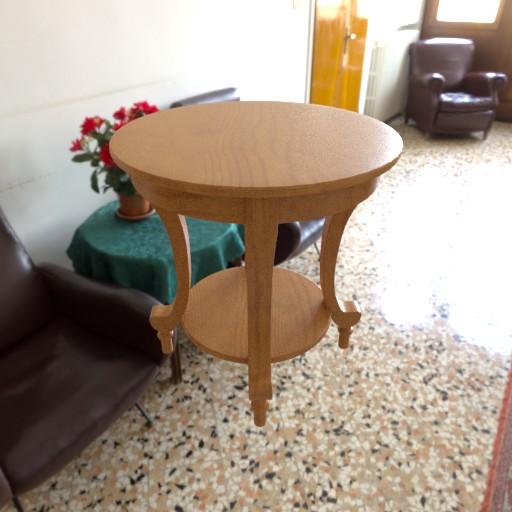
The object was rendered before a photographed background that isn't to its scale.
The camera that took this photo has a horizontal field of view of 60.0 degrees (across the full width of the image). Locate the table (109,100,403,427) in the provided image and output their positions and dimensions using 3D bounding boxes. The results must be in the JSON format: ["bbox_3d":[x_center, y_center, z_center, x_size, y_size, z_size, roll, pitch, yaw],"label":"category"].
[{"bbox_3d":[0.000,0.000,1.094,0.597,0.612,0.597,0,32,0],"label":"table"}]
